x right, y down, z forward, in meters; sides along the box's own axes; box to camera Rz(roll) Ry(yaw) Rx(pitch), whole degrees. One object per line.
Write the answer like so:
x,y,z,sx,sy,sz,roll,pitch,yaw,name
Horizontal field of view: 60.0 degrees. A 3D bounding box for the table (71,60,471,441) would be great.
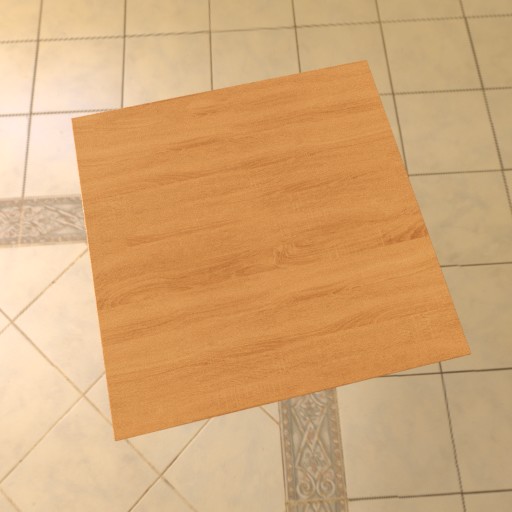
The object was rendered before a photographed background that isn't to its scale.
0.000,0.000,1.149,0.700,0.450,0.700,-13,75,-4,table
